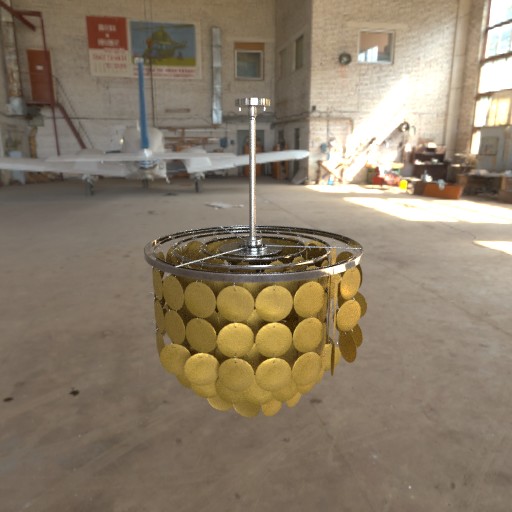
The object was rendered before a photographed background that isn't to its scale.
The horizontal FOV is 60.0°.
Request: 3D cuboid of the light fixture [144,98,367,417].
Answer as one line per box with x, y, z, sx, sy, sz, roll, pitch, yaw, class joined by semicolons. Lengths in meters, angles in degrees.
0.000;0.000;0.738;0.368;0.492;0.368;0;14;0;light fixture
